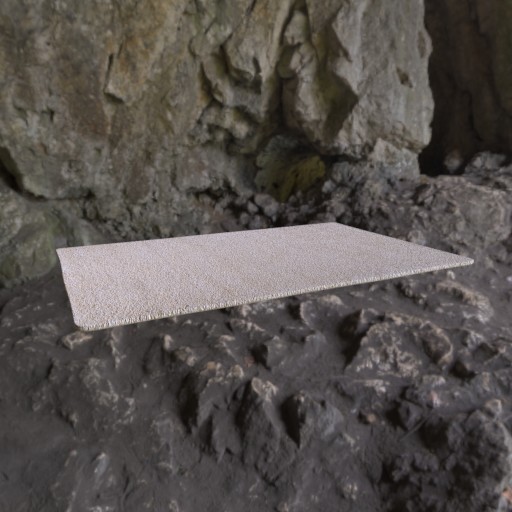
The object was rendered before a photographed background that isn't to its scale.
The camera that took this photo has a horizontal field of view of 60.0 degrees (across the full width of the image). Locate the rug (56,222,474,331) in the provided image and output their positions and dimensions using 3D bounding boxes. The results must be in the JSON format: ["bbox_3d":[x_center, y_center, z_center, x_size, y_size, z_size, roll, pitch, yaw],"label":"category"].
[{"bbox_3d":[0.000,0.000,2.919,2.349,0.026,1.500,-7,16,-26],"label":"rug"}]
